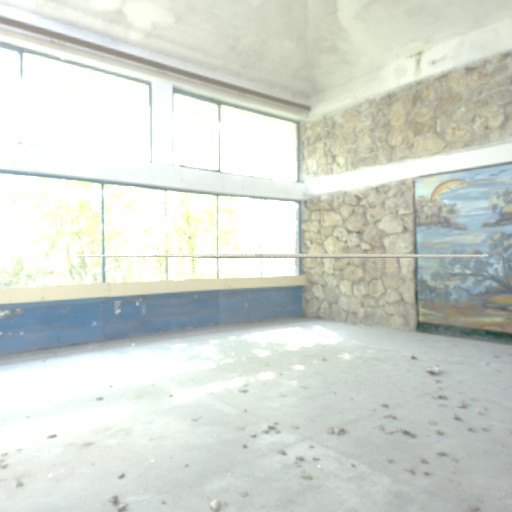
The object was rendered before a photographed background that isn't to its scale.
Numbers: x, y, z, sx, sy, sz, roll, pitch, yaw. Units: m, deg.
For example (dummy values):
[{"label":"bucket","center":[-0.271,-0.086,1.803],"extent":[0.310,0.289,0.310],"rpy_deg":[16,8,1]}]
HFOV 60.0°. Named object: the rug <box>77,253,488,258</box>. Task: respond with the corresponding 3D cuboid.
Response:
[{"label":"rug","center":[0.000,0.000,4.795],"extent":[2.734,0.037,3.659],"rpy_deg":[0,0,-38]}]
